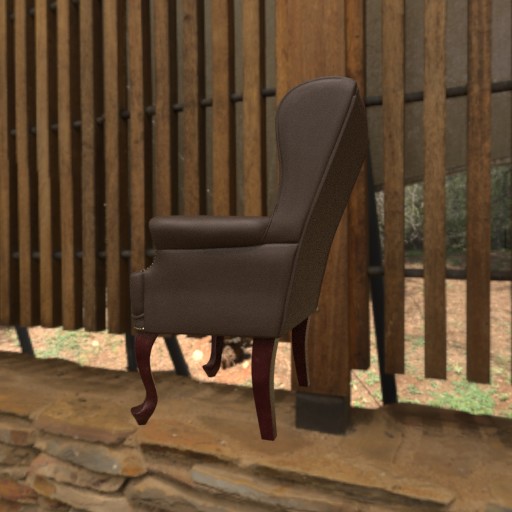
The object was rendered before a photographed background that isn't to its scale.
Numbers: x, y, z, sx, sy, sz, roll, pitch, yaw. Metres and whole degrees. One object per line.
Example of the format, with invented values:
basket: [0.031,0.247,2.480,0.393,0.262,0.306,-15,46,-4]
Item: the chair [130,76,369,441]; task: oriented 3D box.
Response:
chair: [0.000,0.000,1.693,0.819,1.132,0.829,0,0,17]
